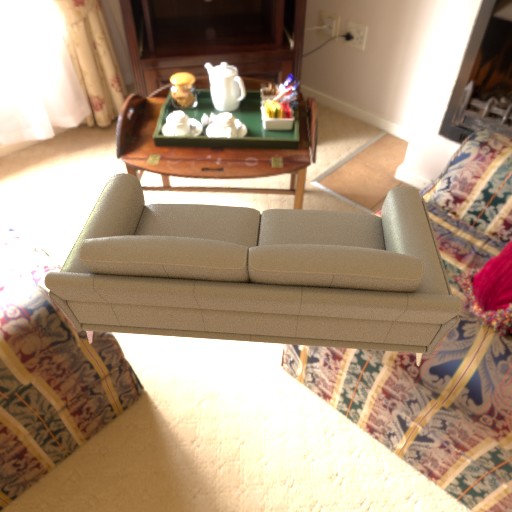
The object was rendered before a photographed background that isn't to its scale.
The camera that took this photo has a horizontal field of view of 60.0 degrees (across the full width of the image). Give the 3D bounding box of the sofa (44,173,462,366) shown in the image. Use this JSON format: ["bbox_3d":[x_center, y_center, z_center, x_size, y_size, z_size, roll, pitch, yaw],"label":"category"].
[{"bbox_3d":[0.000,0.000,2.651,2.101,0.930,1.049,3,46,3],"label":"sofa"}]
